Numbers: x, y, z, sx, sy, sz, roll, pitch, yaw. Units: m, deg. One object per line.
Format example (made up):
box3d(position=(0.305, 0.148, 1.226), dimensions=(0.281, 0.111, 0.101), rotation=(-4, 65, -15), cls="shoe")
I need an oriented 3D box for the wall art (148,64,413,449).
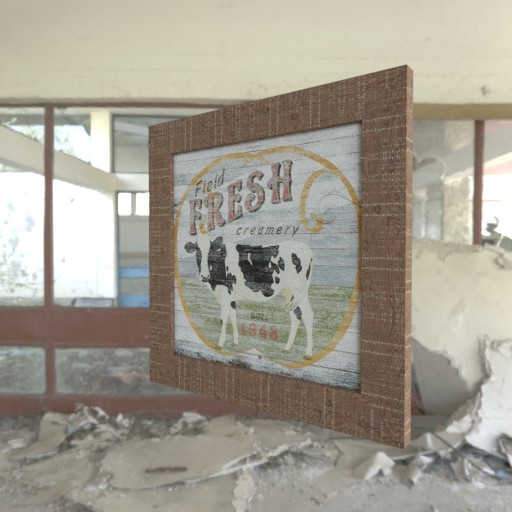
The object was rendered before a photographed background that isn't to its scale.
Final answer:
box3d(position=(0.000, 0.000, 0.779), dimensions=(0.531, 0.531, 0.029), rotation=(1, 2, 36), cls="wall art")
